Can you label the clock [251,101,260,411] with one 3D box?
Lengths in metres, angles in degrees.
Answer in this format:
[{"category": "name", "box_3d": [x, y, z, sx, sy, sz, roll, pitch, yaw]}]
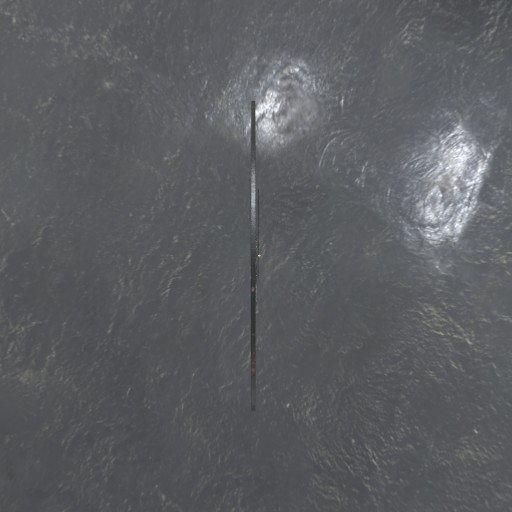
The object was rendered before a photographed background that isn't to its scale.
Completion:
[{"category": "clock", "box_3d": [0.000, 0.000, 1.275, 0.025, 0.843, 0.843, 0, 90, 0]}]
